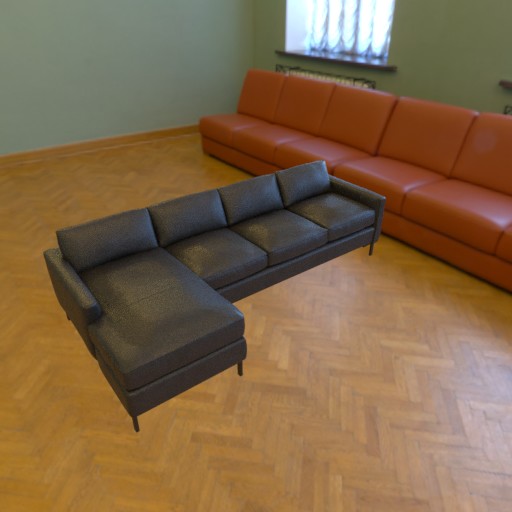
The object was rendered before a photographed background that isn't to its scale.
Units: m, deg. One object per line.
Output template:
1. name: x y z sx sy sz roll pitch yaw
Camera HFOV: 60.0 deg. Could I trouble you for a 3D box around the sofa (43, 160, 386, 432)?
1. sofa: 0.000 0.000 3.759 2.993 0.859 1.471 -21 36 -32
